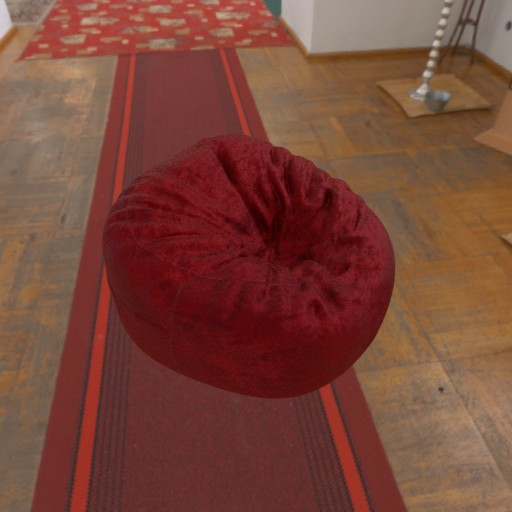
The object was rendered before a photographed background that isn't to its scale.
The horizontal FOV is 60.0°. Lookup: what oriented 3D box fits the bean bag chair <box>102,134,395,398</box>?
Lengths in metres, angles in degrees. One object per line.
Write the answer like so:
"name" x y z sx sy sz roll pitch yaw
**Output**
"bean bag chair" 0.000 0.000 2.513 1.524 0.878 1.524 25 47 26
